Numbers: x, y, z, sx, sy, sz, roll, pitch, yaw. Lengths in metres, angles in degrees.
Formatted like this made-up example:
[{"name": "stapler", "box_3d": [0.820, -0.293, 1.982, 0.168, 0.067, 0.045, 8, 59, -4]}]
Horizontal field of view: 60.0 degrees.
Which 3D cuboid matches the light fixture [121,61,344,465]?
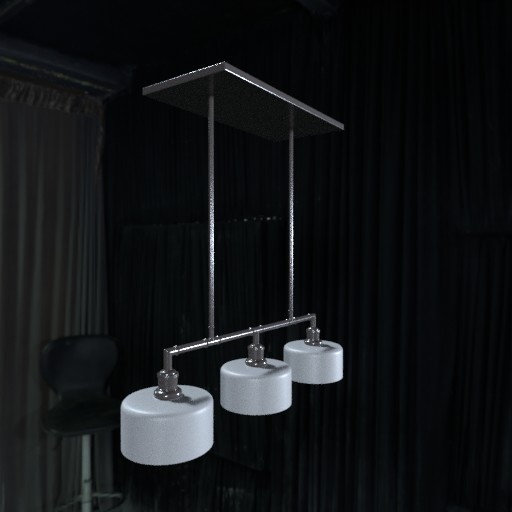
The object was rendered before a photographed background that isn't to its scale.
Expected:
[{"name": "light fixture", "box_3d": [0.000, 0.000, 0.841, 0.177, 0.557, 0.582, 1, 1, 36]}]
